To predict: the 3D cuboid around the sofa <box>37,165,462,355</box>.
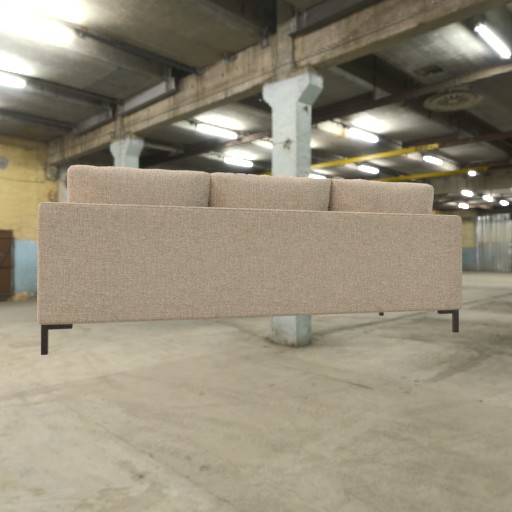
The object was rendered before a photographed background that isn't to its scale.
[{"bbox_3d":[0.000,0.000,2.626,2.218,0.874,0.859,0,0,-16],"label":"sofa"}]
